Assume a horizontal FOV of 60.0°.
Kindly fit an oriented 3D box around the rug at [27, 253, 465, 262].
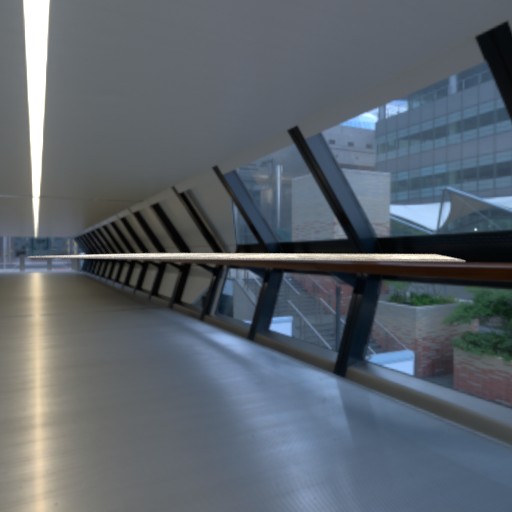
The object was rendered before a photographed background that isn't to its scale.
[{"bbox_3d":[0.000,0.000,3.051,2.431,0.012,1.536,0,1,18],"label":"rug"}]
